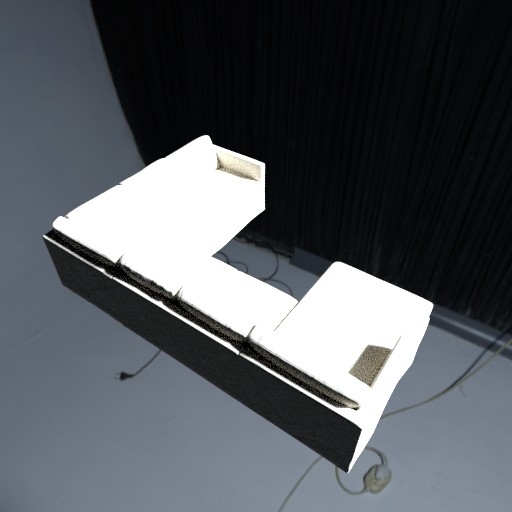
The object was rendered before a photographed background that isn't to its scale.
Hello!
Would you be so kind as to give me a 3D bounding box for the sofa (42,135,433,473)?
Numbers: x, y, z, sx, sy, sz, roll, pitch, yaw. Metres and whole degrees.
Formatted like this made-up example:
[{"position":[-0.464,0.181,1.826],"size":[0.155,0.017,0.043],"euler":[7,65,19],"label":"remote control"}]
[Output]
[{"position":[0.000,0.000,4.494],"size":[3.464,0.882,2.448],"euler":[25,47,25],"label":"sofa"}]
